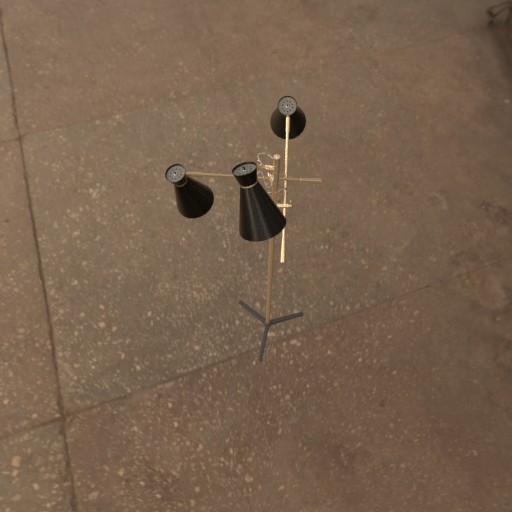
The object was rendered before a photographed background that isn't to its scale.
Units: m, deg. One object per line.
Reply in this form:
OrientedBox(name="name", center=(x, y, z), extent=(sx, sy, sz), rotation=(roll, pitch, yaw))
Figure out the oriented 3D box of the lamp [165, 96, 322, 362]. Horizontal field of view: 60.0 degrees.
OrientedBox(name="lamp", center=(0.000, 0.000, 2.161), extent=(0.653, 1.804, 0.750), rotation=(-16, 60, -10))
